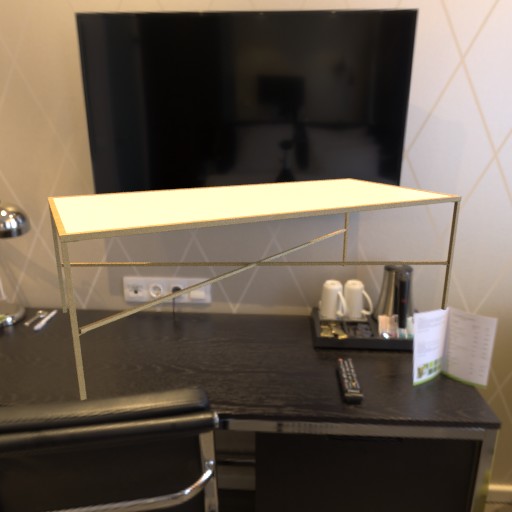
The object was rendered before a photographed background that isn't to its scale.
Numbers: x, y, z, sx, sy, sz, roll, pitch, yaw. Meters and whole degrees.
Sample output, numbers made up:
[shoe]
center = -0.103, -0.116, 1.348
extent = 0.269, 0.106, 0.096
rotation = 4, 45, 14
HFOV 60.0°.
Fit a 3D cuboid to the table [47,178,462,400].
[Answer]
[table]
center = 0.000, 0.000, 1.488
extent = 1.206, 0.398, 0.580
rotation = -8, 18, -25
